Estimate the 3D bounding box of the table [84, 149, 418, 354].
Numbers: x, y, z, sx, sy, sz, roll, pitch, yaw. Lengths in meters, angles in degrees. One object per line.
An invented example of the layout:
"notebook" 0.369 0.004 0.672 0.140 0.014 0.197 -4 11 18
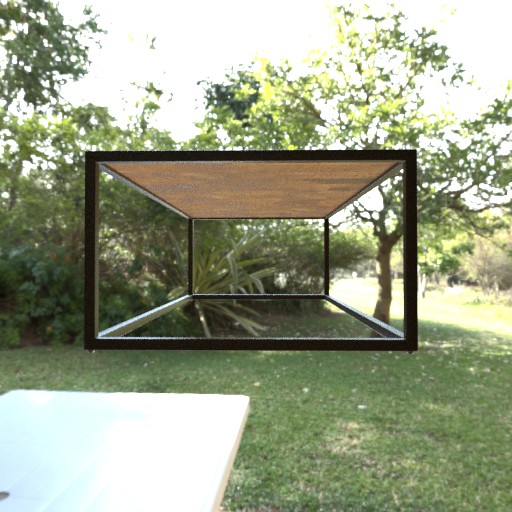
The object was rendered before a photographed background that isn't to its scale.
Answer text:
"table" 0.000 0.000 1.460 0.649 0.398 1.199 0 -1 1
